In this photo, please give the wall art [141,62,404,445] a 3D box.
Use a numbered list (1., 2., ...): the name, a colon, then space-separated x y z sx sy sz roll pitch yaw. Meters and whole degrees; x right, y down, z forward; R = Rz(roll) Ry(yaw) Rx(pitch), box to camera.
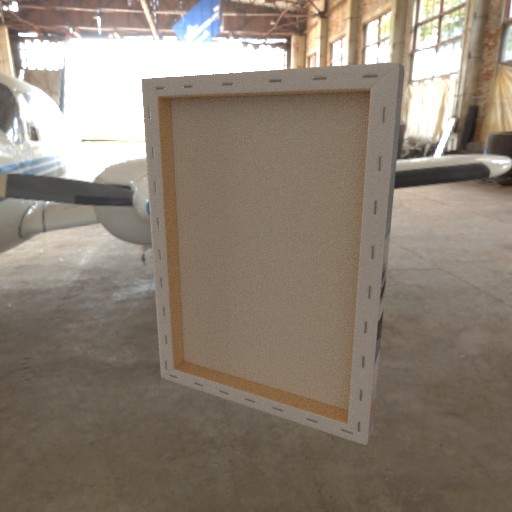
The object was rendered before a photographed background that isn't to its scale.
1. wall art: 0.000 0.000 0.796 0.455 0.613 0.037 9 19 27
